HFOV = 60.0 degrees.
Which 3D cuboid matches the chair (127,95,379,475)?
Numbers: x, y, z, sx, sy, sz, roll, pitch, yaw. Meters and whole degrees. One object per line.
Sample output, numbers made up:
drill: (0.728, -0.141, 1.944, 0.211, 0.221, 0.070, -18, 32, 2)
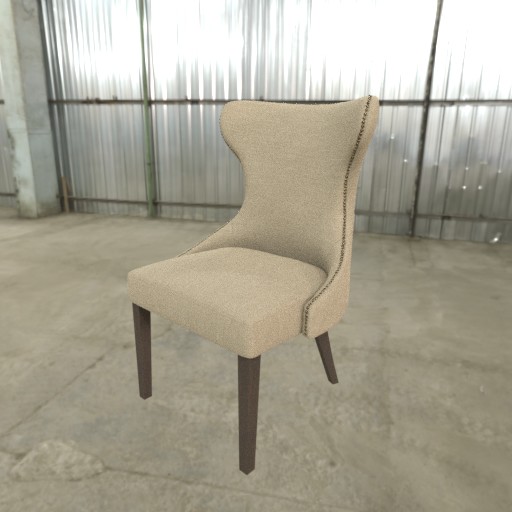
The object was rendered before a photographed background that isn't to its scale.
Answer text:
chair: (0.000, 0.000, 1.411, 0.628, 0.967, 0.635, 15, 22, 41)
